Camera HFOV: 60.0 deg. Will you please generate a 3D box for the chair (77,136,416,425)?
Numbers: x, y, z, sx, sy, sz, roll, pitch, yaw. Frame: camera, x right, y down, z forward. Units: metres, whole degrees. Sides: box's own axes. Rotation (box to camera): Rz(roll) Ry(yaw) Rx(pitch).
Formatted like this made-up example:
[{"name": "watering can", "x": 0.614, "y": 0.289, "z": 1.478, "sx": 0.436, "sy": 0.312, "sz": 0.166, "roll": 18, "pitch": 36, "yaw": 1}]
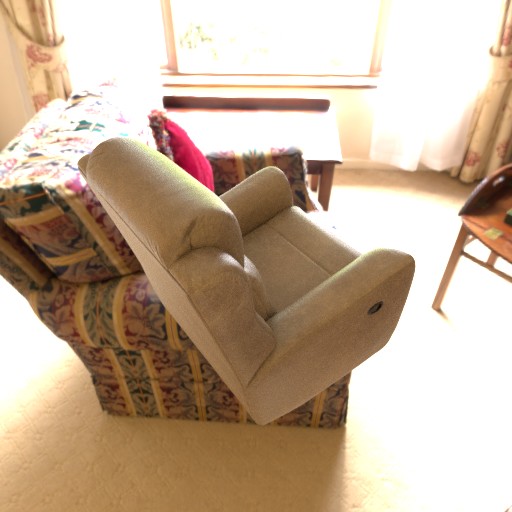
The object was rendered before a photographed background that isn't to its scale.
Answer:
[{"name": "chair", "x": 0.000, "y": 0.000, "z": 1.921, "sx": 1.068, "sy": 1.116, "sz": 0.965, "roll": -26, "pitch": 47, "yaw": -27}]
